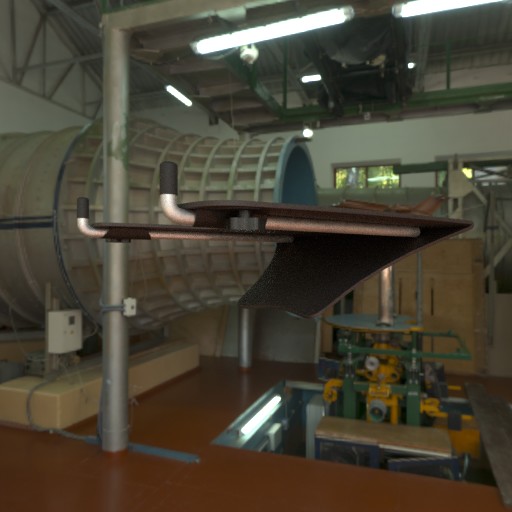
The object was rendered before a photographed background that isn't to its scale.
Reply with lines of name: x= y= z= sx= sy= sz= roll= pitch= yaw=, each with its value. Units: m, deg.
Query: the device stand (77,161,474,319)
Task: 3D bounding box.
device stand: x=0.000 y=0.000 z=0.349 sx=0.230 sy=0.092 sz=0.230 roll=0 pitch=-1 yaw=-36
